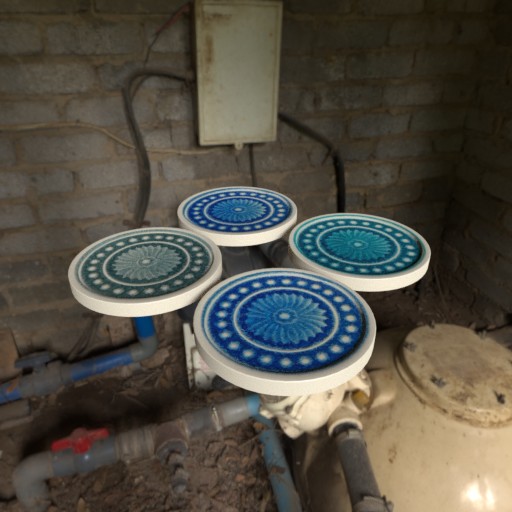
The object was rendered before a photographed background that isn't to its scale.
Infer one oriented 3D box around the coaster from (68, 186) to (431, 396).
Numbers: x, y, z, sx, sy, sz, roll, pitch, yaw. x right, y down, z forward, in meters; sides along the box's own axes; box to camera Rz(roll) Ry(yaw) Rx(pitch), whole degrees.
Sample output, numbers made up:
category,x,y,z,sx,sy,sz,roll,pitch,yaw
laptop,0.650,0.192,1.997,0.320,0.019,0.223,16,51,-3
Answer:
category,x,y,z,sx,sy,sz,roll,pitch,yaw
coaster,0.000,0.000,0.336,0.224,0.010,0.220,19,35,29
